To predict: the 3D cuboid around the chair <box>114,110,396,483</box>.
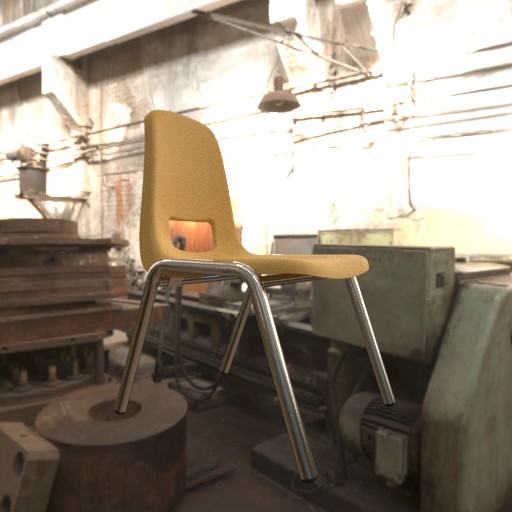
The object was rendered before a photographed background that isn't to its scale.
[{"bbox_3d":[0.000,0.000,0.829,0.423,0.586,0.354,1,2,35],"label":"chair"}]
